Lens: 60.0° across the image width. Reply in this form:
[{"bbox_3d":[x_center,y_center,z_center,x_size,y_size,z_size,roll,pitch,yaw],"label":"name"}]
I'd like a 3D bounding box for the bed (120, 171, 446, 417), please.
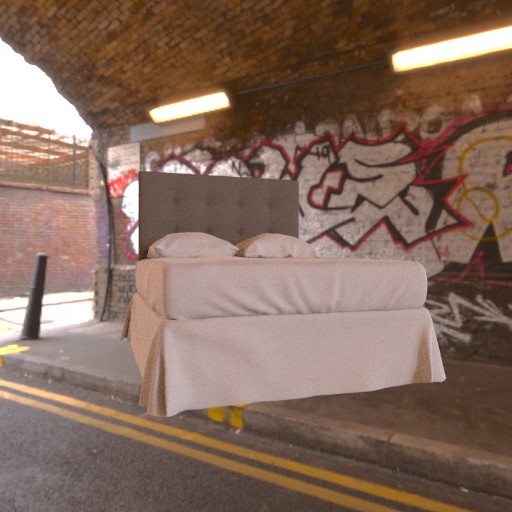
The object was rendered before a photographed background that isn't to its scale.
[{"bbox_3d":[0.000,0.000,3.447,1.936,1.577,2.222,0,0,-19],"label":"bed"}]
